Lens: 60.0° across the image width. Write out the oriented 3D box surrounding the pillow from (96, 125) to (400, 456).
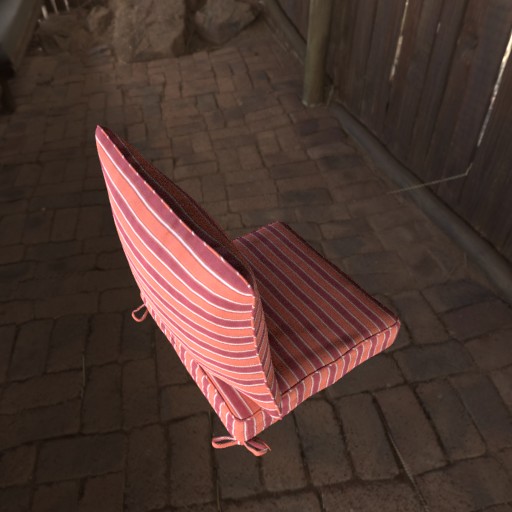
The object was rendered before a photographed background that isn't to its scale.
[{"bbox_3d":[0.000,0.000,1.373,0.733,0.723,0.799,-24,47,-25],"label":"pillow"}]
